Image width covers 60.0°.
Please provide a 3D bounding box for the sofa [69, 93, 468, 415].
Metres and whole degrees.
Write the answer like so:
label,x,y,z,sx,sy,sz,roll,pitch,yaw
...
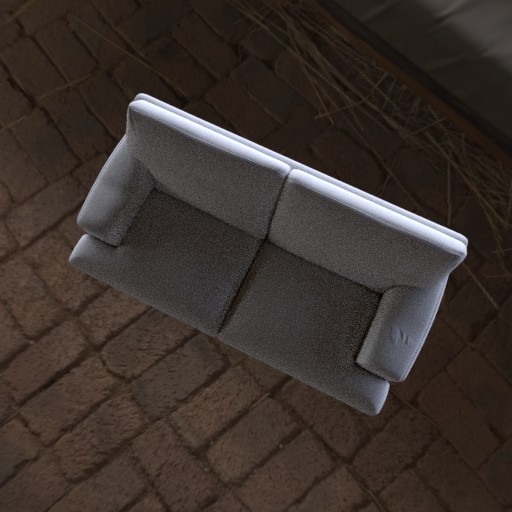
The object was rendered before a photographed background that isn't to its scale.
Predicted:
label,x,y,z,sx,sy,sz,roll,pitch,yaw
sofa,0.000,0.000,2.817,2.261,0.940,1.143,25,78,6
